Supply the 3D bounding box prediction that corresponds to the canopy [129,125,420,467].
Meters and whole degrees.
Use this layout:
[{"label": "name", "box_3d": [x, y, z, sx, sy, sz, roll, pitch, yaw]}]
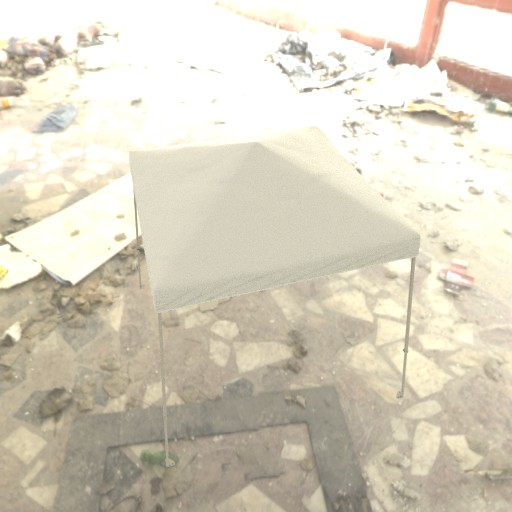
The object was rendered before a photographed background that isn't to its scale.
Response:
[{"label": "canopy", "box_3d": [0.000, 0.000, 6.448, 3.600, 3.600, 3.599, -11, 42, -13]}]
